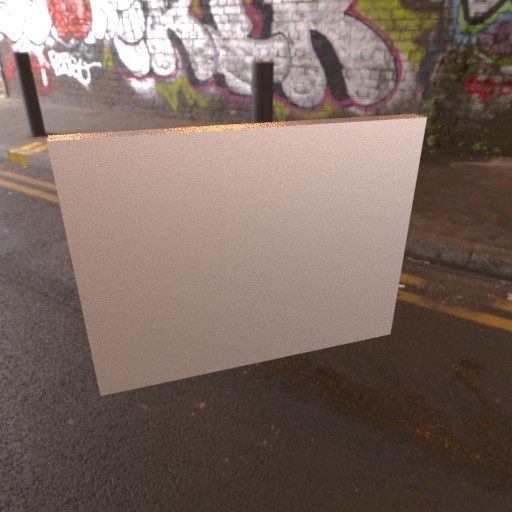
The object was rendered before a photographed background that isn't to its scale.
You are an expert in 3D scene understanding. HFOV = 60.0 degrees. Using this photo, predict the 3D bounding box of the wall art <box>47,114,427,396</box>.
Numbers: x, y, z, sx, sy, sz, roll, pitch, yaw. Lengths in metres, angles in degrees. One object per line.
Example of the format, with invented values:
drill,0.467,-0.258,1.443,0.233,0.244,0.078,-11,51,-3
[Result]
wall art,0.000,0.000,1.396,1.056,0.801,0.066,-8,28,-16
